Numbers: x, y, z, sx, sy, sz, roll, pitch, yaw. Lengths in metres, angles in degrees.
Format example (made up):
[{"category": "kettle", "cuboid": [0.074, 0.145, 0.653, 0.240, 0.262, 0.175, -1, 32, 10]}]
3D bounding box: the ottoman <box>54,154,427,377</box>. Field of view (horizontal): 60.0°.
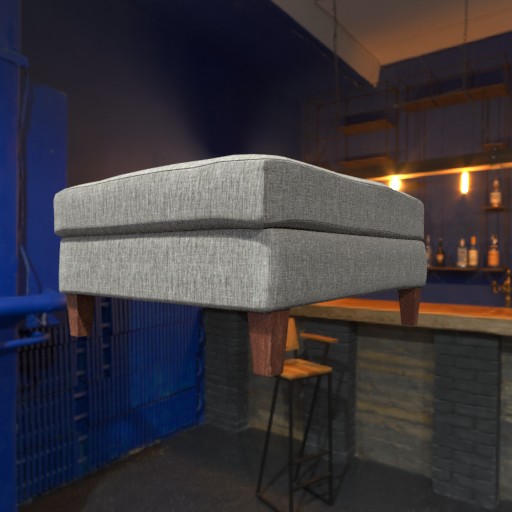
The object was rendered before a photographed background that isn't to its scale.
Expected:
[{"category": "ottoman", "cuboid": [0.000, 0.000, 1.480, 0.839, 0.492, 0.994, 0, 0, 38]}]
